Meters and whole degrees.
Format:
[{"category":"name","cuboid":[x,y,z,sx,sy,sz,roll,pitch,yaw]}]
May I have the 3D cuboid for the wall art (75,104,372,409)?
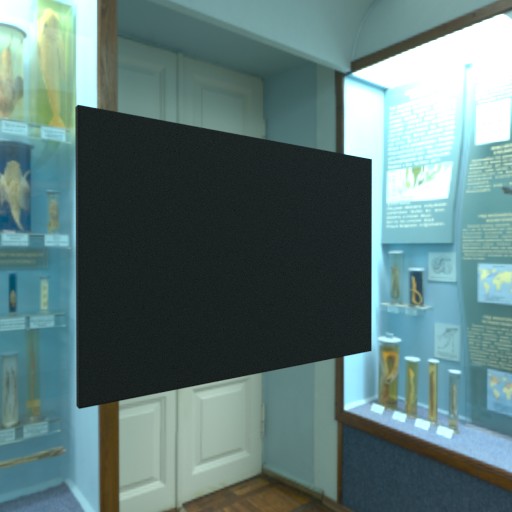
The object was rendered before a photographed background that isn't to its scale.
[{"category":"wall art","cuboid":[0.000,0.000,1.244,0.958,0.656,0.026,0,1,-35]}]
